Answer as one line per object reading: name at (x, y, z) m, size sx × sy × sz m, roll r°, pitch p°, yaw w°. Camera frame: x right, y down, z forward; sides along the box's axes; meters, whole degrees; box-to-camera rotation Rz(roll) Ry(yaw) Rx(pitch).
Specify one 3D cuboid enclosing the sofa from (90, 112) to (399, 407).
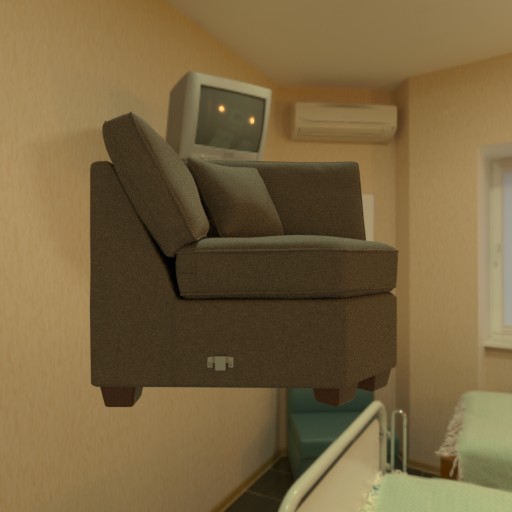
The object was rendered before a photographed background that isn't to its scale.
sofa at (0.000, 0.000, 1.834) m, size 1.042 × 0.951 × 1.050 m, roll 0°, pitch 0°, yaw 0°
